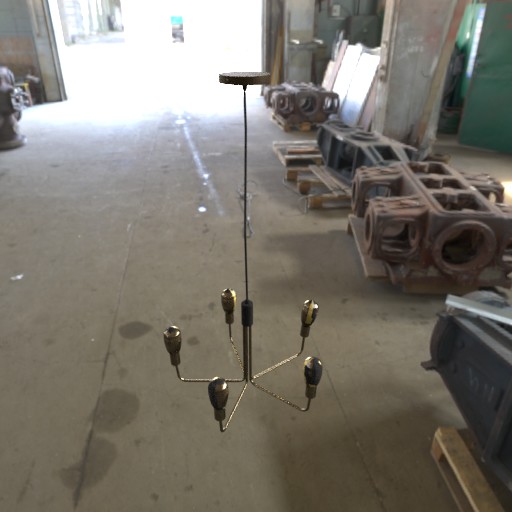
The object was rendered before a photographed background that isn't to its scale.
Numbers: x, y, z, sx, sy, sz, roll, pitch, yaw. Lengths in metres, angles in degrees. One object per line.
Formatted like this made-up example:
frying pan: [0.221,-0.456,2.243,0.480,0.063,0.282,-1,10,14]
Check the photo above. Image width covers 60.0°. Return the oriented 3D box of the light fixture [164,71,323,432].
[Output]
light fixture: [0.000,0.000,1.386,0.532,1.059,0.588,19,33,32]
